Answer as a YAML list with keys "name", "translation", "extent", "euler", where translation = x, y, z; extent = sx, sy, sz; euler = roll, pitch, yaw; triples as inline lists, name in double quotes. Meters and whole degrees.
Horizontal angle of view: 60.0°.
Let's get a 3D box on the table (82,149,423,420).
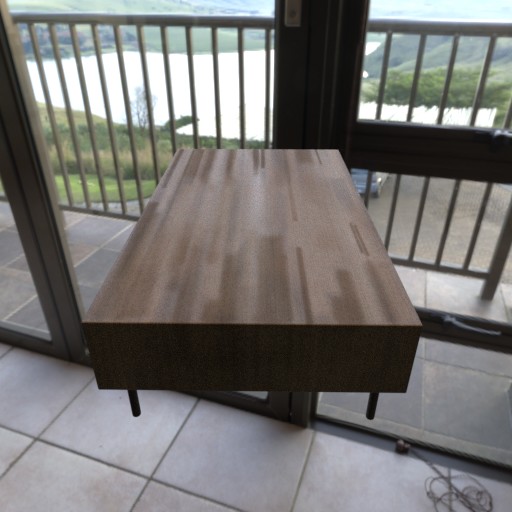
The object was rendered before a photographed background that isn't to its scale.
- name: "table"
  translation: [0.000, 0.000, 1.384]
  extent: [0.643, 0.347, 1.088]
  euler: [0, 31, 1]
